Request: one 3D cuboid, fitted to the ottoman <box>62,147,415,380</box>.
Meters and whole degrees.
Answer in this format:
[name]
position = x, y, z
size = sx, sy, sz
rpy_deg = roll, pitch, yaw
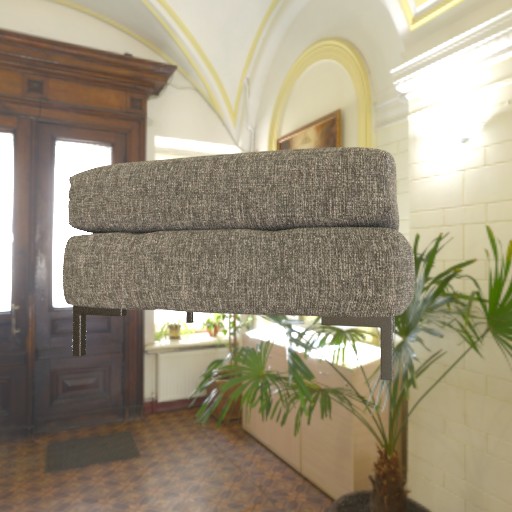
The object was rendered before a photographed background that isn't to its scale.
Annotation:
[ottoman]
position = 0.000, 0.000, 1.242
size = 0.828, 0.480, 0.683
rpy_deg = 0, -1, 18
